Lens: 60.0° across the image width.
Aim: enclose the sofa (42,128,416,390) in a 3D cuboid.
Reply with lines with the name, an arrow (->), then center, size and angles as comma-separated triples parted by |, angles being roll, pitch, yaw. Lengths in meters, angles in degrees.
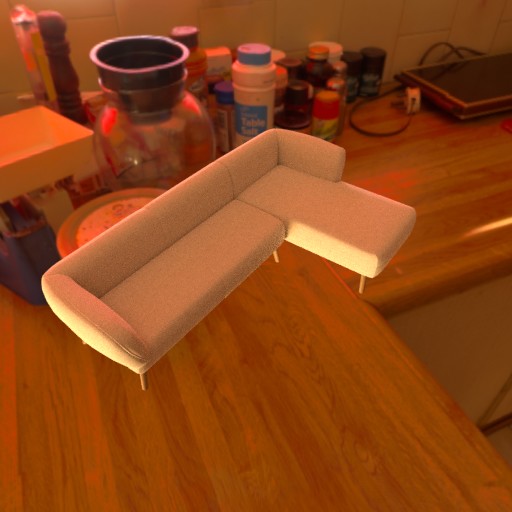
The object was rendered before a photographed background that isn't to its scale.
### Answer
sofa -> 0.000, 0.000, 3.357 | 1.610, 0.730, 2.660 | 26, 48, 26
